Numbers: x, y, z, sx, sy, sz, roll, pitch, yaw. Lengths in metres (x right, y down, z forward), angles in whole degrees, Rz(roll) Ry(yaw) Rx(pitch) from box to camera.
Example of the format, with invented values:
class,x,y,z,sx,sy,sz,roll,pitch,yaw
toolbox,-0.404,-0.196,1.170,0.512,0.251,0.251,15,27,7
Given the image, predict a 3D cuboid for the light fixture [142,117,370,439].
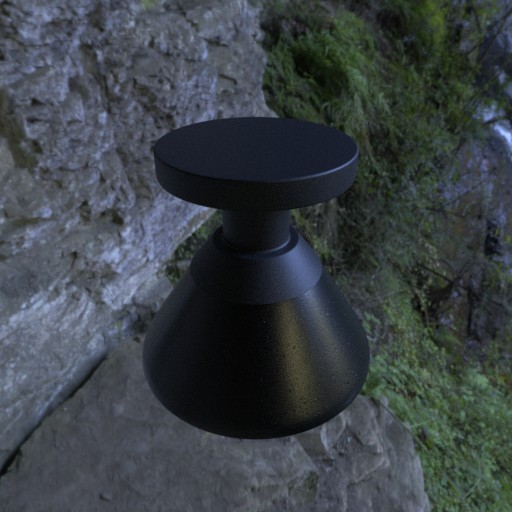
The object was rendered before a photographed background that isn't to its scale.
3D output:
class,x,y,z,sx,sy,sz,roll,pitch,yaw
light fixture,0.000,0.000,0.352,0.200,0.183,0.200,0,32,0
